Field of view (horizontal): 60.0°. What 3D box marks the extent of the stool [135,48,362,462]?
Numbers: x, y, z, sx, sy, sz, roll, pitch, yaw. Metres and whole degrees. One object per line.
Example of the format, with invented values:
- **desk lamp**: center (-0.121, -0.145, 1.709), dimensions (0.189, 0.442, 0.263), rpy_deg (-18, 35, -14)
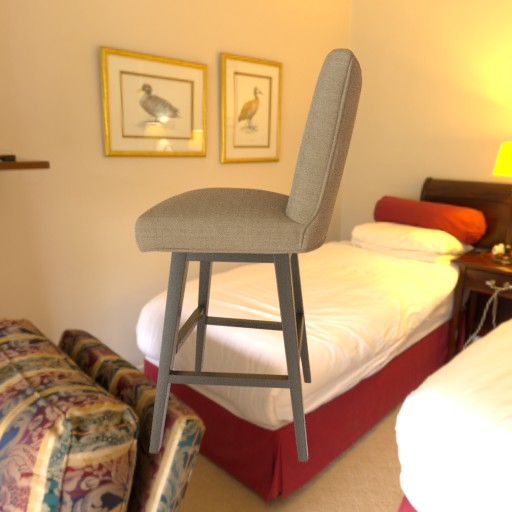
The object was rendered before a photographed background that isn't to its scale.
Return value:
- **stool**: center (0.000, 0.000, 1.371), dimensions (0.574, 1.086, 0.514), rpy_deg (2, 14, 8)
